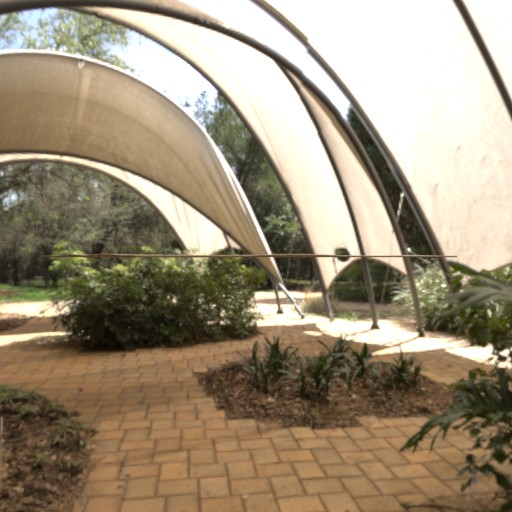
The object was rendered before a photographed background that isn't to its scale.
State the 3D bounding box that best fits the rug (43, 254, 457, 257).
[{"bbox_3d":[0.000,0.000,2.349,1.829,0.013,1.220,0,0,-37],"label":"rug"}]
